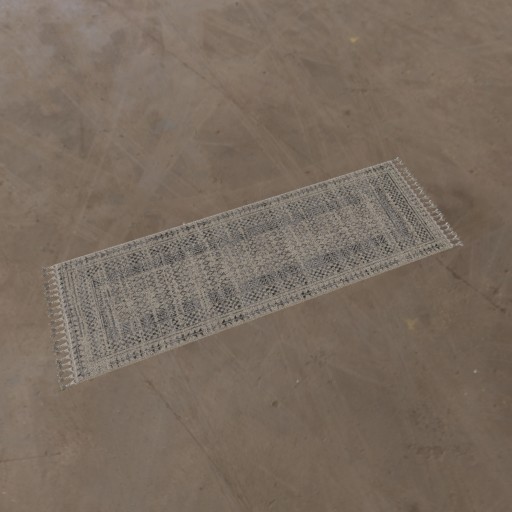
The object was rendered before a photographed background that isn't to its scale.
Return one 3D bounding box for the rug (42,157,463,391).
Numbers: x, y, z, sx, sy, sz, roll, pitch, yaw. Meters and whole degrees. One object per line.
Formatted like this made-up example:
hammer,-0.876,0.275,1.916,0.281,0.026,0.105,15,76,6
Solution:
rug,0.000,0.000,2.692,2.480,0.013,0.786,-19,61,-11
